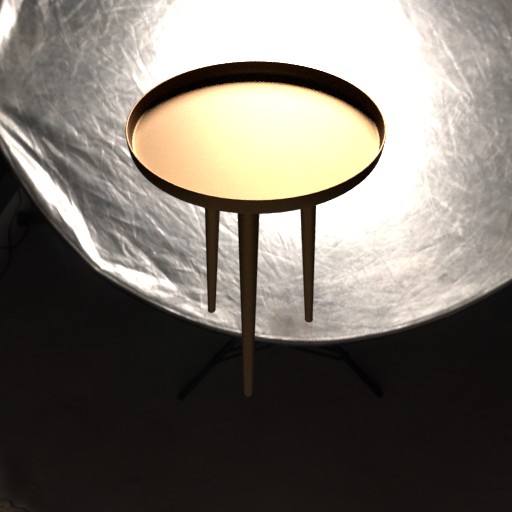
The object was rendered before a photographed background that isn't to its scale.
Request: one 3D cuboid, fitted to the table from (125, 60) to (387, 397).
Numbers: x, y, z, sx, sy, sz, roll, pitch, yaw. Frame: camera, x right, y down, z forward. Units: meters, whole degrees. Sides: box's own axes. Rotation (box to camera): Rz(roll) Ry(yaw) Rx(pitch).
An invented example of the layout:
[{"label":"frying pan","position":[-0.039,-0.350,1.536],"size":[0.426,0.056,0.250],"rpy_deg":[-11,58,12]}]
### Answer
[{"label":"table","position":[0.000,0.000,0.693],"size":[0.299,0.480,0.299],"rpy_deg":[3,48,3]}]
